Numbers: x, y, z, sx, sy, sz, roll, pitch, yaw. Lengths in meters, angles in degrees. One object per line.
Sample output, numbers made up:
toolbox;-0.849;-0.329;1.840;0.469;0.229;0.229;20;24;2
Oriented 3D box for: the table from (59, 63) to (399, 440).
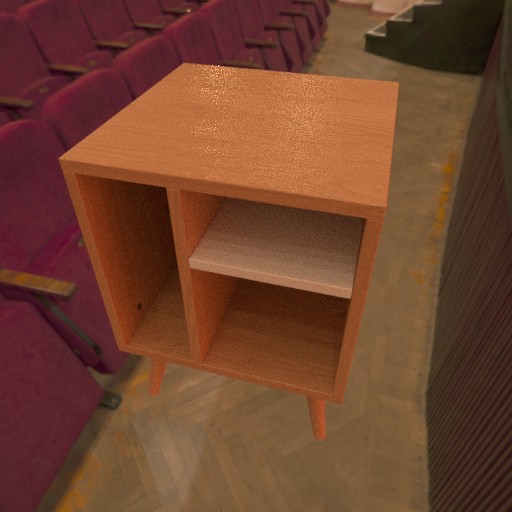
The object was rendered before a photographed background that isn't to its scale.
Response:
table;0.000;0.000;0.835;0.400;0.550;0.400;10;41;12
